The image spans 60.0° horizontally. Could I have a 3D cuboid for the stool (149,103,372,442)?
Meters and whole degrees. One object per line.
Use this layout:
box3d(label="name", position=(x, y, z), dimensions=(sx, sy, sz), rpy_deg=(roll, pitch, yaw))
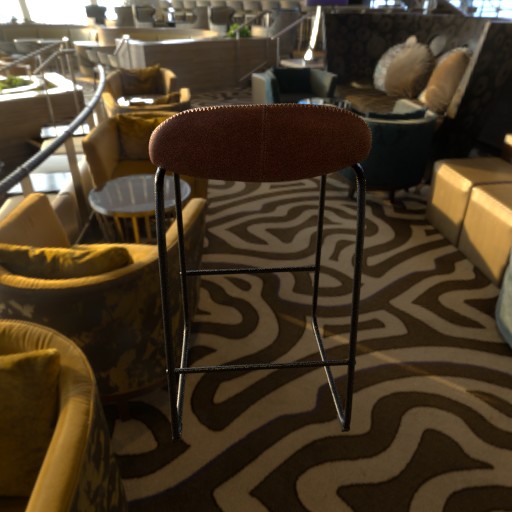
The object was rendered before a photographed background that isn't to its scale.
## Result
box3d(label="stool", position=(0.000, 0.000, 1.122), dimensions=(0.454, 0.830, 0.473), rpy_deg=(-2, 30, -4))
